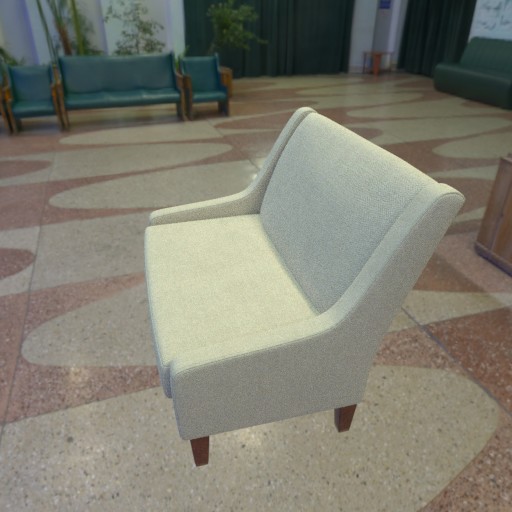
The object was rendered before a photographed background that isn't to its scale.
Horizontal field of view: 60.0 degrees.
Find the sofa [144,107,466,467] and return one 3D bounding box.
[{"bbox_3d":[0.000,0.000,1.905,0.946,0.976,1.212,-8,31,-13],"label":"sofa"}]
